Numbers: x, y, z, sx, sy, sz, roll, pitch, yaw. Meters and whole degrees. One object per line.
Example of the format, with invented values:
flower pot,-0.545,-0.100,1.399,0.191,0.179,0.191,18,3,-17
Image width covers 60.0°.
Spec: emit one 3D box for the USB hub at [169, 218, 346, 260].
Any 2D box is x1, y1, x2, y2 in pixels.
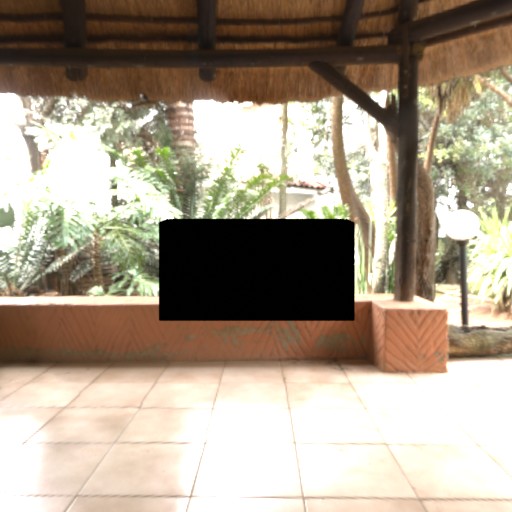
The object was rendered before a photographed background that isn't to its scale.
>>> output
USB hub,0.000,0.000,0.162,0.044,0.023,0.145,0,3,0
